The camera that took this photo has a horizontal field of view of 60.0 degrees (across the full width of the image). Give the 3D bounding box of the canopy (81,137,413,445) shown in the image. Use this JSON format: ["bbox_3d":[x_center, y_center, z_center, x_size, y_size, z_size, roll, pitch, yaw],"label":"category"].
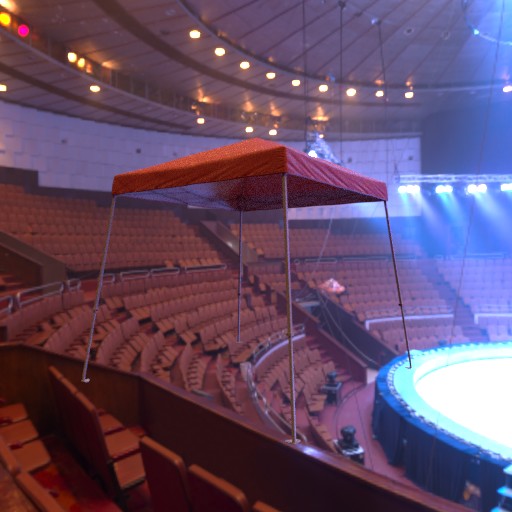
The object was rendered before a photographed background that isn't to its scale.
[{"bbox_3d":[0.000,0.000,6.744,3.599,3.600,3.600,0,0,37],"label":"canopy"}]
